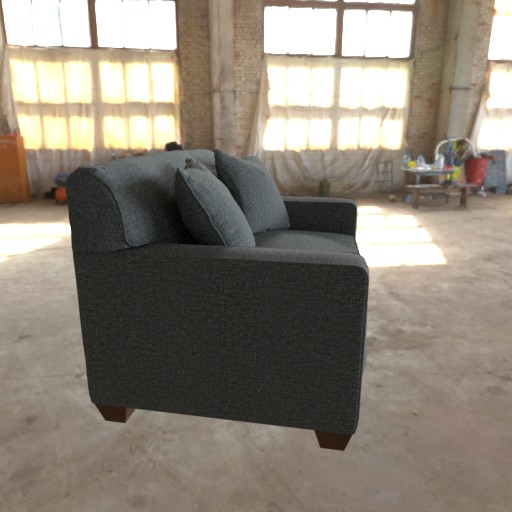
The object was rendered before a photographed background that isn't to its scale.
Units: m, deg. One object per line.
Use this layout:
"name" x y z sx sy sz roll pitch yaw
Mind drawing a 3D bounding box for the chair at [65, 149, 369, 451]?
"chair" 0.000 0.000 2.050 1.000 0.948 1.383 3 16 10
